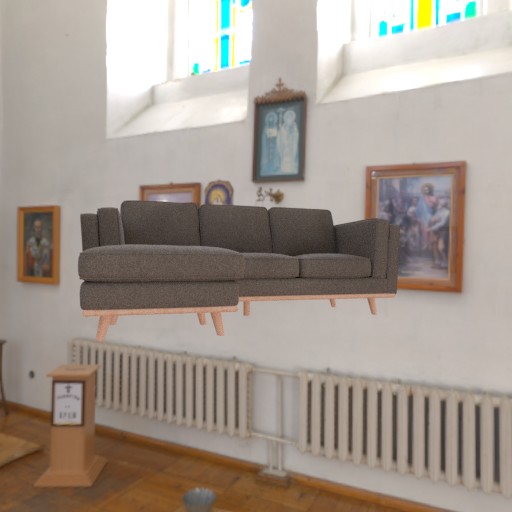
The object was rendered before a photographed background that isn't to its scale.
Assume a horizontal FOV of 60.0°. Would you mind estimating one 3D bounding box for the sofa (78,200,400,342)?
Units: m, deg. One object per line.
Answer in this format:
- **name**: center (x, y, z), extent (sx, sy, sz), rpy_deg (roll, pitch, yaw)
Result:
- **sofa**: center (0.000, 0.000, 3.264), extent (2.411, 0.929, 1.604), rpy_deg (0, -1, -18)
